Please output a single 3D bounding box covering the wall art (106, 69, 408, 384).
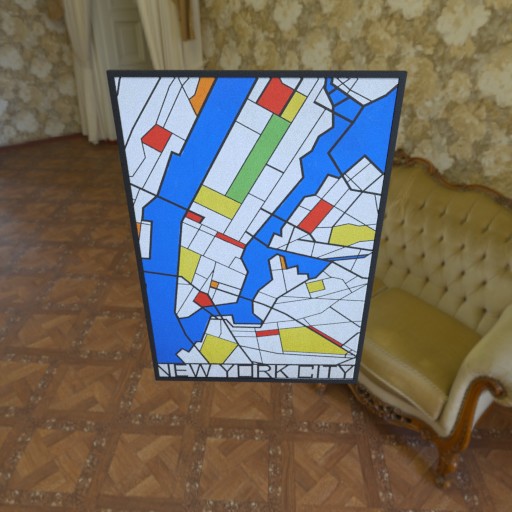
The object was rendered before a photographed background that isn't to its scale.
[{"bbox_3d":[0.000,0.000,0.848,0.460,0.660,0.013,1,30,1],"label":"wall art"}]
